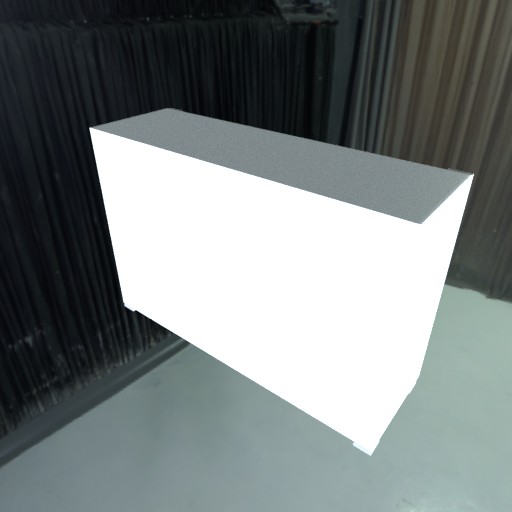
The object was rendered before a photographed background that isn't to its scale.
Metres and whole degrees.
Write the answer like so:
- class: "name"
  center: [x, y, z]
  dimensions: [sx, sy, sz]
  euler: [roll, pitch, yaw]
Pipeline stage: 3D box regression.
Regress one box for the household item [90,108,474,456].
- class: "household item"
  center: [0.000, 0.000, 1.731]
  dimensions: [1.300, 0.867, 0.420]
  euler: [22, 38, 32]
